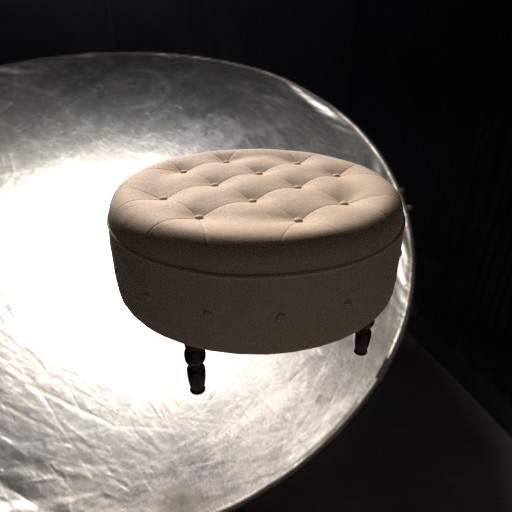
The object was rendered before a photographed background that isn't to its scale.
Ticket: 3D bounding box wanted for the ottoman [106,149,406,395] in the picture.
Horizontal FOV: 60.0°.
[{"bbox_3d":[0.000,0.000,1.388,0.848,0.494,0.848,0,28,0],"label":"ottoman"}]
